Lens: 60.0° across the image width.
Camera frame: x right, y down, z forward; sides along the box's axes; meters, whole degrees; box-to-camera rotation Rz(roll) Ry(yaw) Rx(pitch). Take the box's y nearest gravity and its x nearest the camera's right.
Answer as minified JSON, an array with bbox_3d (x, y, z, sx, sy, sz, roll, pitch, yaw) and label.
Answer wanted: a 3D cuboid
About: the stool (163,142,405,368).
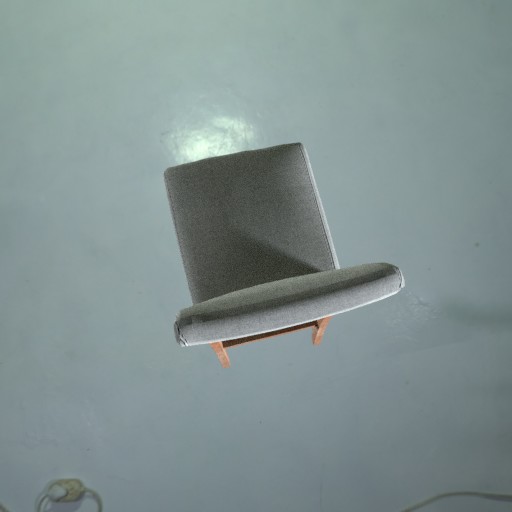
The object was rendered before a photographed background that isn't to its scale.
[{"bbox_3d":[0.000,0.000,1.366,0.439,1.088,0.570,-13,74,-4],"label":"stool"}]
